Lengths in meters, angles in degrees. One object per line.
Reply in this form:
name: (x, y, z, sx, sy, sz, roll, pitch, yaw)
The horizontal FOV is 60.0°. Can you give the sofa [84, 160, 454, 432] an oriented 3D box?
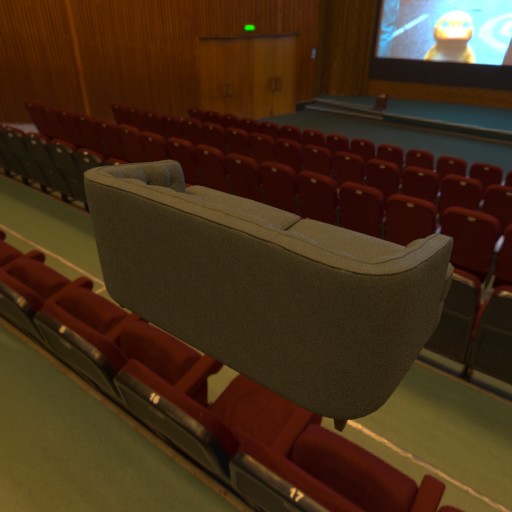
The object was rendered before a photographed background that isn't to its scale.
sofa: (0.000, 0.000, 2.267, 1.733, 0.855, 0.941, 21, 36, 31)
